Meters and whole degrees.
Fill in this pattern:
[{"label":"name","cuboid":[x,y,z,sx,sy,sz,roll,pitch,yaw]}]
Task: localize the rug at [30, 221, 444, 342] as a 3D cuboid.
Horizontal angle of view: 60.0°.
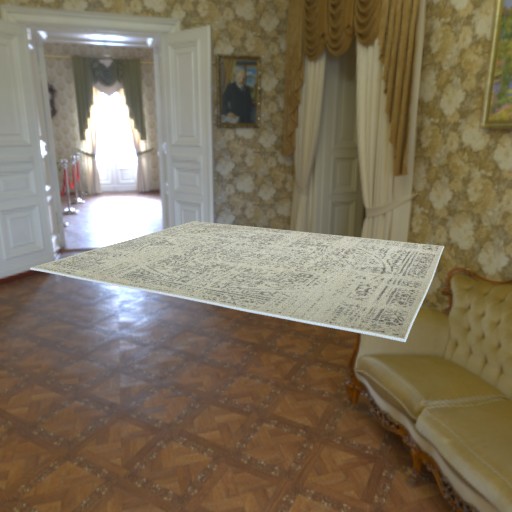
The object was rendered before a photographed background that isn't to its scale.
[{"label":"rug","cuboid":[0.000,0.000,3.913,2.921,0.032,2.311,7,17,26]}]
